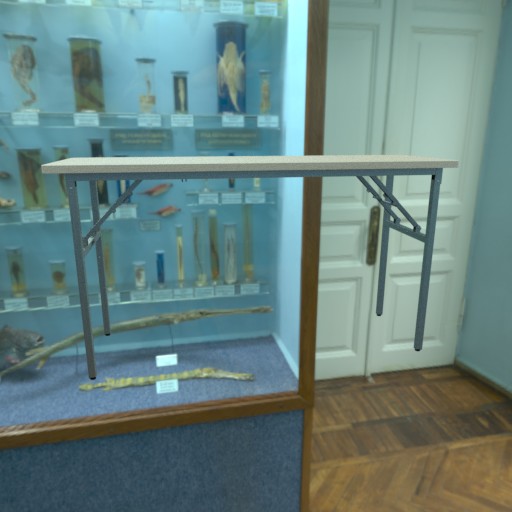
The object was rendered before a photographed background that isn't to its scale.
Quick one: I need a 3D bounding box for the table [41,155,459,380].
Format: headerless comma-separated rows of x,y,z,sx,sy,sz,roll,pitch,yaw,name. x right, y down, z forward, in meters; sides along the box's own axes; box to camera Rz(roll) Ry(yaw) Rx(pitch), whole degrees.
0.000,0.000,1.753,1.397,0.750,0.446,-3,16,-9,table
